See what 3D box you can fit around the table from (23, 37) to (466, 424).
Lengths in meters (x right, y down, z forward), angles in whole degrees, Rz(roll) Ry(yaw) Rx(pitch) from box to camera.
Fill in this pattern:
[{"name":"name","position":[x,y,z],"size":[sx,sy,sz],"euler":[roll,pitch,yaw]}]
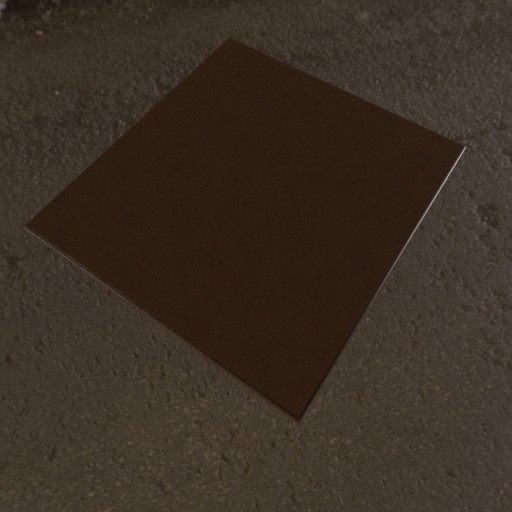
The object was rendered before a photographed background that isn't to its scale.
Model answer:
[{"name":"table","position":[0.000,0.000,1.047],"size":[0.560,0.562,0.602],"euler":[31,67,15]}]
